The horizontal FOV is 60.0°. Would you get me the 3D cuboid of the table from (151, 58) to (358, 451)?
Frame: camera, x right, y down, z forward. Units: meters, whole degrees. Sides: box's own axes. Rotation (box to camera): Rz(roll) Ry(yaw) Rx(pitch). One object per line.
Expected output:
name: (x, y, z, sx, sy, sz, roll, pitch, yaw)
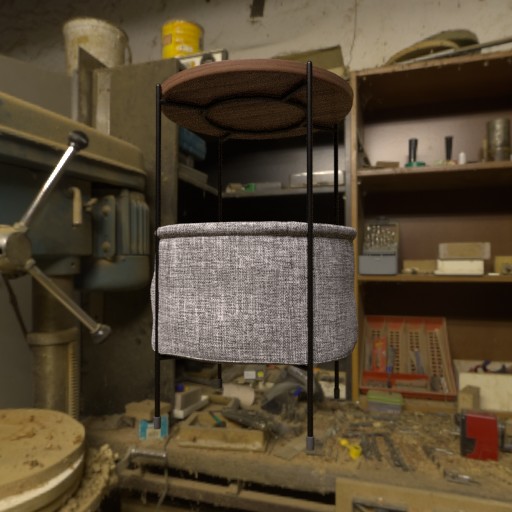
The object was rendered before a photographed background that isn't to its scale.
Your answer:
table: (0.000, 0.000, 0.891, 0.400, 0.623, 0.400, 0, -1, 19)
